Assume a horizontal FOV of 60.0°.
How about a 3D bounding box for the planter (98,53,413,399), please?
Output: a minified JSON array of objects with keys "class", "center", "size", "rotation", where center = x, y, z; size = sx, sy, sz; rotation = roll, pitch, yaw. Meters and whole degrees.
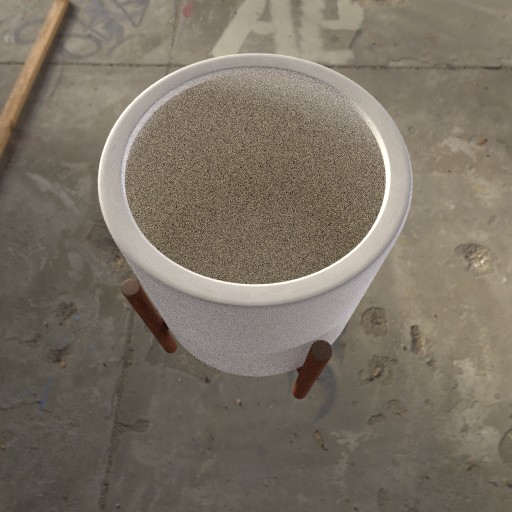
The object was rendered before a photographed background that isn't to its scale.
[{"class":"planter","center":[0.000,0.000,0.853],"size":[0.420,0.581,0.421],"rotation":[19,66,9]}]
